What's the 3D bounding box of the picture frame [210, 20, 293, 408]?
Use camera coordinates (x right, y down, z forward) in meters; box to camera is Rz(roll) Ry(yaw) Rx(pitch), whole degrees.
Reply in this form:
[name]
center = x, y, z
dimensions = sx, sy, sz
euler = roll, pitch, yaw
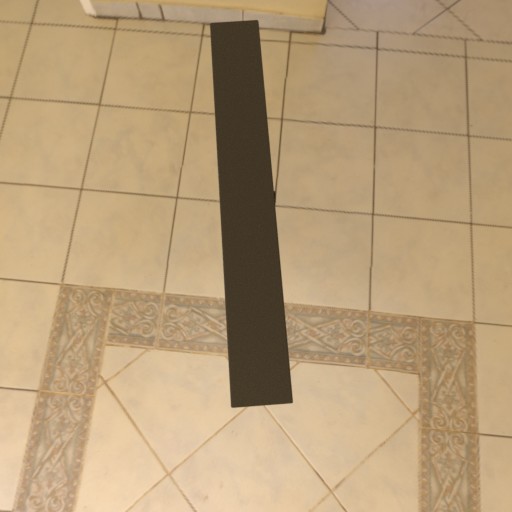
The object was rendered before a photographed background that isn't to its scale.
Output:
[picture frame]
center = 0.000, 0.000, 0.388
dimensions = 0.042, 0.284, 0.232
euler = -4, 75, -1
